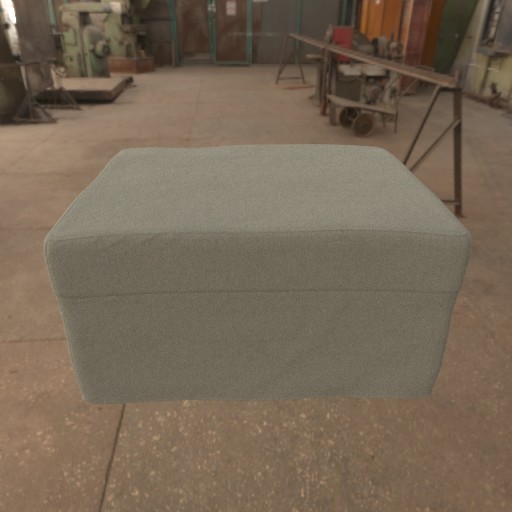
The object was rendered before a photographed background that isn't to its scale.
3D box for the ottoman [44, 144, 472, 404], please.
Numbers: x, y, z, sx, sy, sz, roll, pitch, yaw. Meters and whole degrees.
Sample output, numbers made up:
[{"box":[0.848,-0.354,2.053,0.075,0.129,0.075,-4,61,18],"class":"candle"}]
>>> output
[{"box":[0.000,0.000,1.210,0.833,0.461,0.648,-1,29,-1],"class":"ottoman"}]
